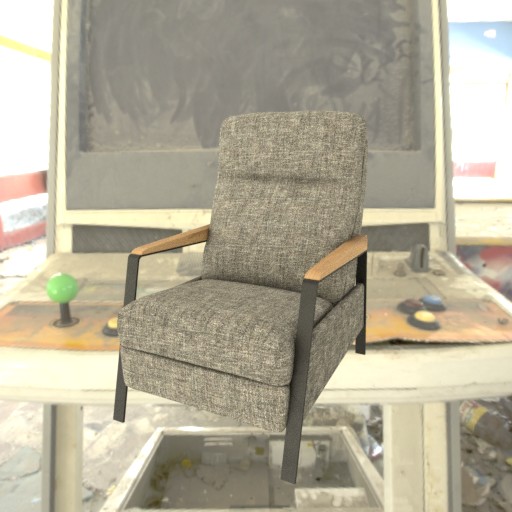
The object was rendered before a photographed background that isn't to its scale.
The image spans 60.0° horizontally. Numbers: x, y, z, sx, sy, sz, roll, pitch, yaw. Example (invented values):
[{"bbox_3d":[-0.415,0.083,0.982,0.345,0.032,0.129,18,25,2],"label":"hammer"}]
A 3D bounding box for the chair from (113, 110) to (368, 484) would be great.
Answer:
[{"bbox_3d":[0.000,0.000,1.627,0.671,1.042,0.868,7,16,25],"label":"chair"}]
